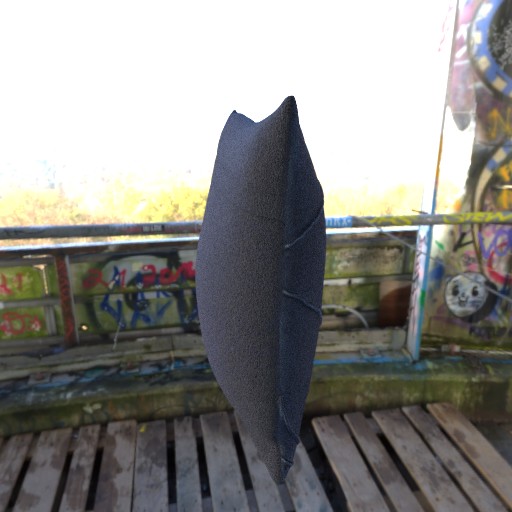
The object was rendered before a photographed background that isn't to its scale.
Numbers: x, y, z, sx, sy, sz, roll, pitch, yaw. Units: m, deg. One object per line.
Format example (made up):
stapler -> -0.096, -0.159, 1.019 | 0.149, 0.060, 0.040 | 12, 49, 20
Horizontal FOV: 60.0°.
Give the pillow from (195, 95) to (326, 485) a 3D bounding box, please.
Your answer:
pillow -> 0.000, 0.000, 0.669 | 0.183, 0.440, 0.439 | -3, 18, -9
